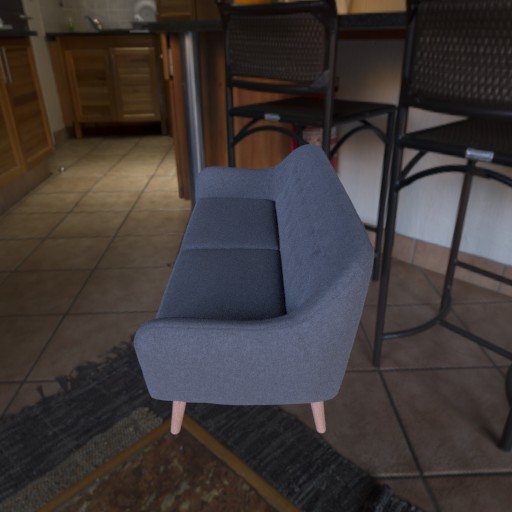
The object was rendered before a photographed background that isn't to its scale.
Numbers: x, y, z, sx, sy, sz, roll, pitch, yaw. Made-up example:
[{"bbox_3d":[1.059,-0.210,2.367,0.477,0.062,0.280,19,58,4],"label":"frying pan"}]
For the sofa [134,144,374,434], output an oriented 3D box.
[{"bbox_3d":[0.000,0.000,2.273,0.820,0.820,1.840,0,27,0],"label":"sofa"}]
